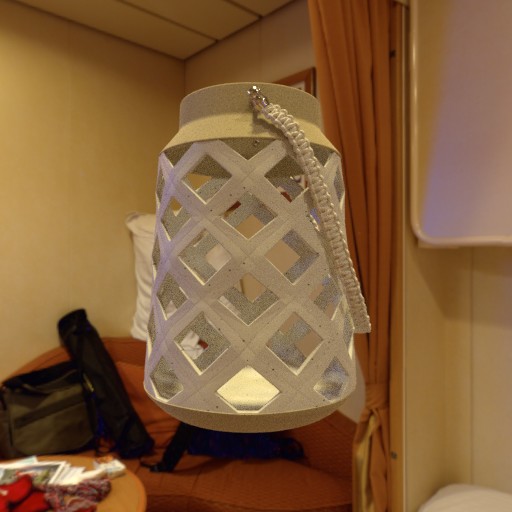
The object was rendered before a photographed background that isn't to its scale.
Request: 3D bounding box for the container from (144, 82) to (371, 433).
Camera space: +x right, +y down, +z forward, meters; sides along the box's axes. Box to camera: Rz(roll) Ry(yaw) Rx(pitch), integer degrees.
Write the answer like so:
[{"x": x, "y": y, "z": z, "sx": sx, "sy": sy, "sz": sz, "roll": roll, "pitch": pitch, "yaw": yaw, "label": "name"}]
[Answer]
[{"x": 0.000, "y": 0.000, "z": 0.398, "sx": 0.198, "sy": 0.264, "sz": 0.188, "roll": 0, "pitch": 0, "yaw": 0, "label": "container"}]
